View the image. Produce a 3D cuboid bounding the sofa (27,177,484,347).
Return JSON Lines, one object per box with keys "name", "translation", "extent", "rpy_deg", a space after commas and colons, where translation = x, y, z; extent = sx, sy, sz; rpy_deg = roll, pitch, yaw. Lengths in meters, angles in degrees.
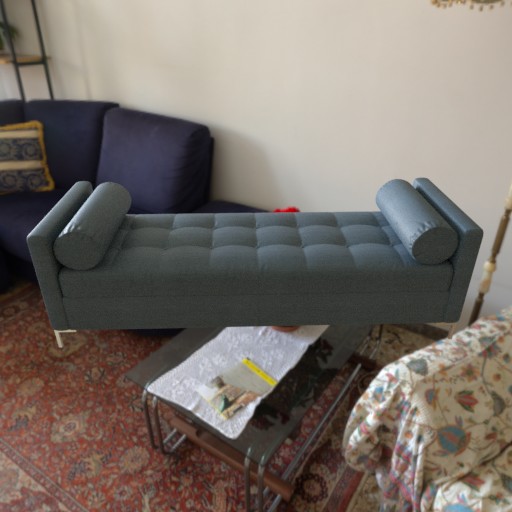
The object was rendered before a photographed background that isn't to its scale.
{"name": "sofa", "translation": [0.000, 0.000, 2.345], "extent": [1.981, 0.635, 0.686], "rpy_deg": [-1, 30, -2]}
